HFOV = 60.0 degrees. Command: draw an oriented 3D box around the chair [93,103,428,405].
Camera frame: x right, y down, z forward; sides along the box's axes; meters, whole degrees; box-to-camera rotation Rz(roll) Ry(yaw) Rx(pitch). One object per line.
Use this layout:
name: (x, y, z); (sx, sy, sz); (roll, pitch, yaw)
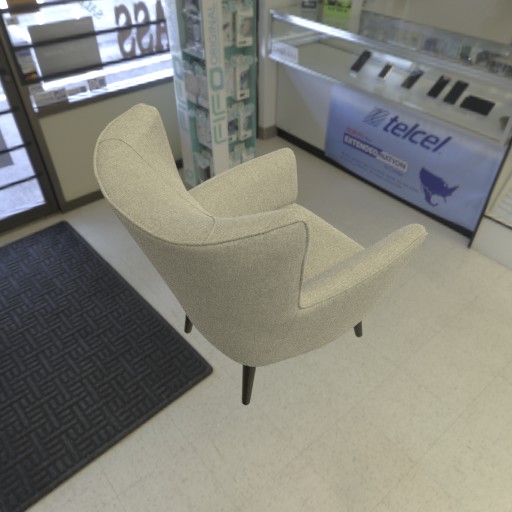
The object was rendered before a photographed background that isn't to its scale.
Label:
chair: (0.000, 0.000, 1.558); (0.888, 0.933, 0.781); (-26, 47, -27)
